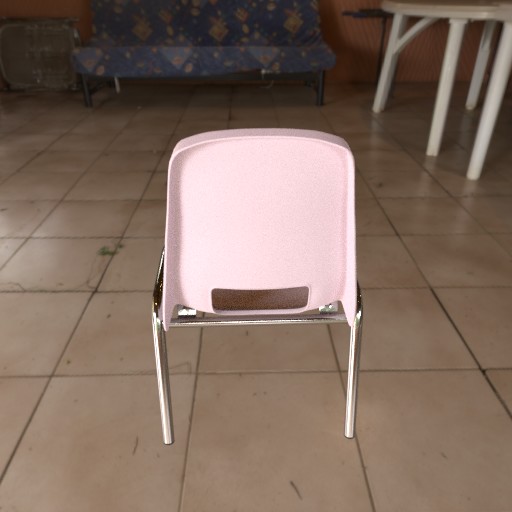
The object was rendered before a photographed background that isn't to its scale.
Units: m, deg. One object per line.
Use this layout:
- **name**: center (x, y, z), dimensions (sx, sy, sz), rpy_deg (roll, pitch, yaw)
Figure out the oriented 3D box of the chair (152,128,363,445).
- **chair**: center (0.000, 0.000, 0.766), dimensions (0.354, 0.536, 0.385), rpy_deg (-1, 31, -2)
